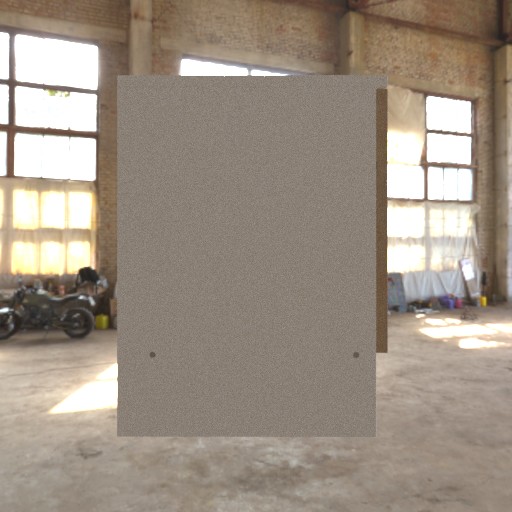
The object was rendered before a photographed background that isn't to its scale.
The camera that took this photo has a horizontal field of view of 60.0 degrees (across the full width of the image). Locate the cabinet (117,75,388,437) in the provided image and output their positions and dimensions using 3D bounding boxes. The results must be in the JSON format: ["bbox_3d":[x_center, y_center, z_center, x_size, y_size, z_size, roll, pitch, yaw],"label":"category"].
[{"bbox_3d":[0.000,0.000,0.939,0.400,0.522,0.600,0,0,0],"label":"cabinet"}]
